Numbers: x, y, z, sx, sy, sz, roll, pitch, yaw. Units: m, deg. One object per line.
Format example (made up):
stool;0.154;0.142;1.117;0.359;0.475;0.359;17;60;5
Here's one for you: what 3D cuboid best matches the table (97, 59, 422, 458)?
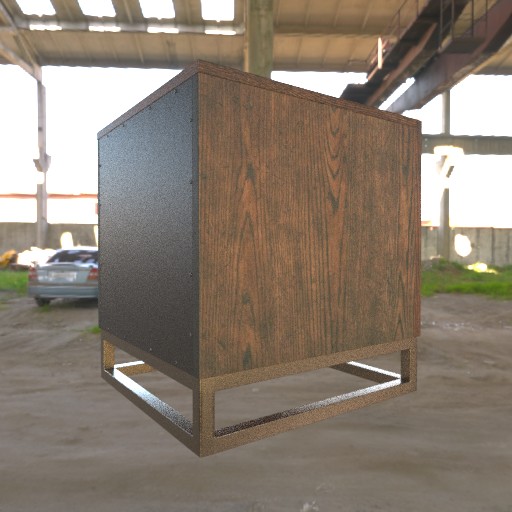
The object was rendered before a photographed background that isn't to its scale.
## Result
table;0.000;0.000;1.010;0.566;0.582;0.506;-1;2;-35
